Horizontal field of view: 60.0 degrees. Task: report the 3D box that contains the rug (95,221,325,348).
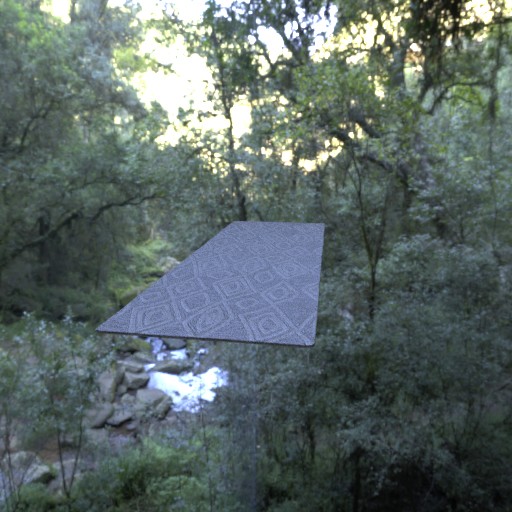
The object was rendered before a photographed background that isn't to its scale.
[{"bbox_3d":[0.000,0.000,2.715,0.807,0.013,2.436,2,14,9],"label":"rug"}]
